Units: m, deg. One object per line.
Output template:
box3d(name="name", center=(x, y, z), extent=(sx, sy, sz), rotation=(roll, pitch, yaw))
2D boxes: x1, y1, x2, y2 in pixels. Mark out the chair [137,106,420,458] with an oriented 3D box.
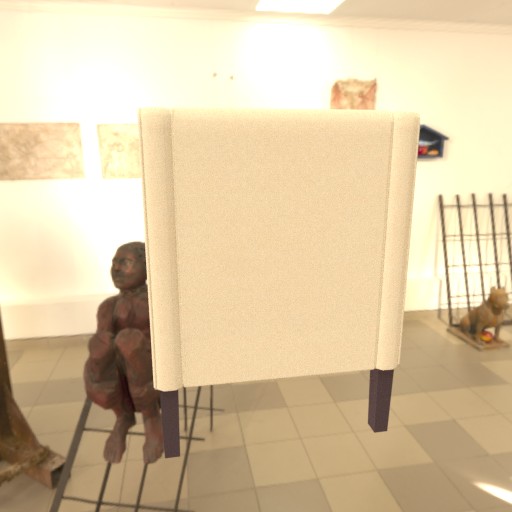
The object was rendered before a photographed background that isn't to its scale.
box3d(name="chair", center=(0.000, 0.000, 1.485), extent=(0.689, 0.886, 0.806), rotation=(-3, 14, -10))
